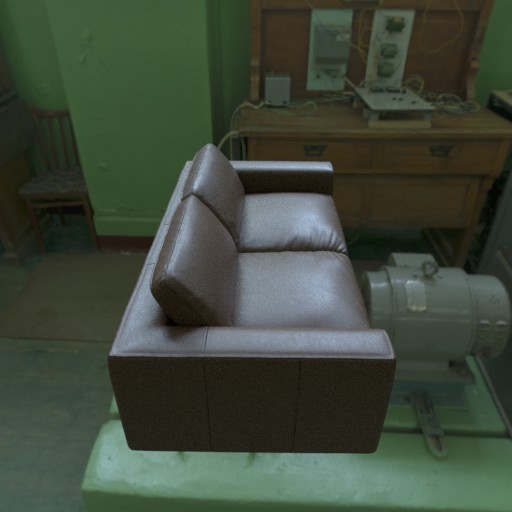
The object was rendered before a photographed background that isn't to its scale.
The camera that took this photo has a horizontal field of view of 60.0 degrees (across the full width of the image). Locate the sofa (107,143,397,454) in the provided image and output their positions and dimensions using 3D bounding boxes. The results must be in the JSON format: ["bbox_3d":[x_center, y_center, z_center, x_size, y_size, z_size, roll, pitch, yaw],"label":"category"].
[{"bbox_3d":[0.000,0.000,2.448,1.070,0.800,1.920,1,33,1],"label":"sofa"}]
